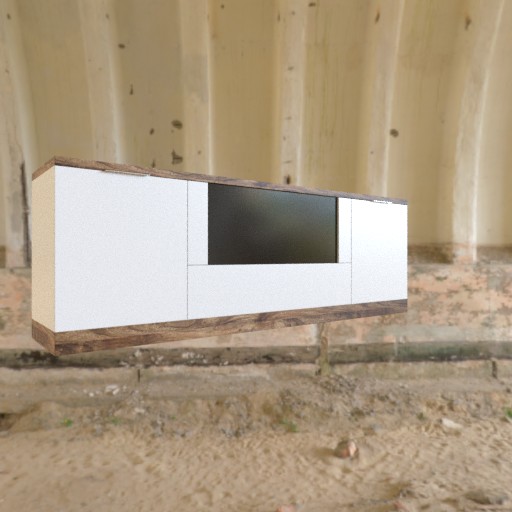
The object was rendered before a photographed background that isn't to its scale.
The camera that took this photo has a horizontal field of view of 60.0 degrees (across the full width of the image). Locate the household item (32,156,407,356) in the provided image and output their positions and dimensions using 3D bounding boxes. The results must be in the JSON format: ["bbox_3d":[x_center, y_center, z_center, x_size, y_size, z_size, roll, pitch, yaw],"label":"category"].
[{"bbox_3d":[0.000,0.000,2.038,1.800,0.615,0.390,0,0,-36],"label":"household item"}]
